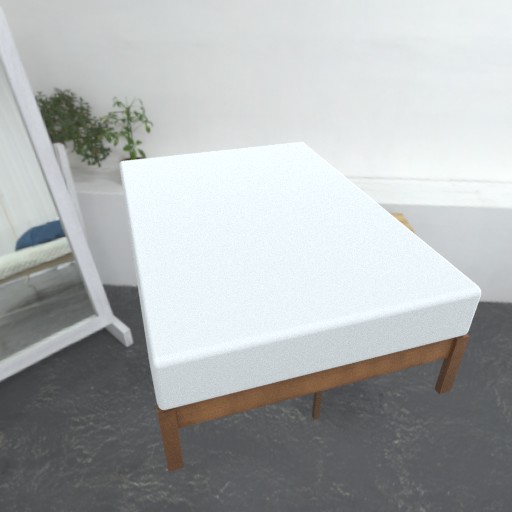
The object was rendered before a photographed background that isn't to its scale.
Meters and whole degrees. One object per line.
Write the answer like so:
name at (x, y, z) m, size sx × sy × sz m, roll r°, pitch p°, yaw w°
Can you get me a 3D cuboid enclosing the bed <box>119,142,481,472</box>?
bed at (0.000, 0.000, 2.557) m, size 1.348 × 0.616 × 1.927 m, roll -10°, pitch 34°, yaw -15°
